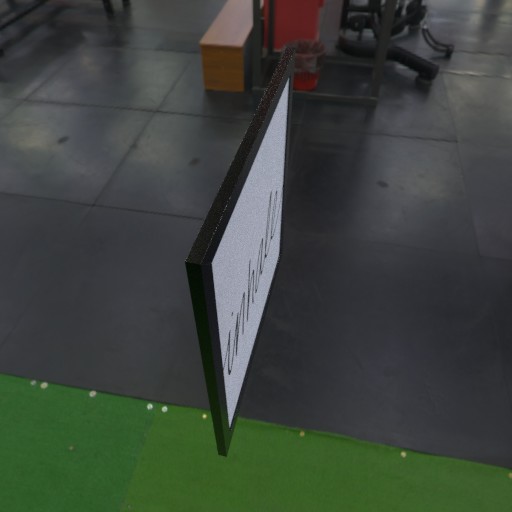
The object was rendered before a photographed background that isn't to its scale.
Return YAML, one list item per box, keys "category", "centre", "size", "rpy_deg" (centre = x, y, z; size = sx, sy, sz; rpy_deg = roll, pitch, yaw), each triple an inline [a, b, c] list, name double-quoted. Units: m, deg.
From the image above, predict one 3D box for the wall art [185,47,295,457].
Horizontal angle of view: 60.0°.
- category: "wall art"
  centre: [0.000, 0.000, 0.673]
  size: [0.014, 0.445, 0.446]
  rpy_deg: [10, 48, 9]
